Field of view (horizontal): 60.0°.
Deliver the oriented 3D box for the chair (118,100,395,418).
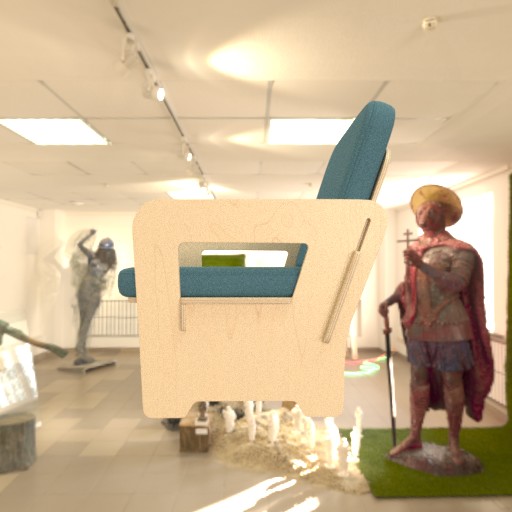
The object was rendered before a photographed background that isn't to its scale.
[{"bbox_3d":[0.000,0.000,1.238,0.657,0.747,0.547,0,-1,-1],"label":"chair"}]
